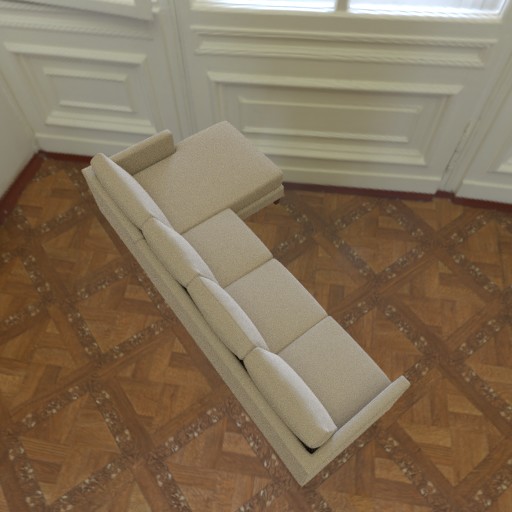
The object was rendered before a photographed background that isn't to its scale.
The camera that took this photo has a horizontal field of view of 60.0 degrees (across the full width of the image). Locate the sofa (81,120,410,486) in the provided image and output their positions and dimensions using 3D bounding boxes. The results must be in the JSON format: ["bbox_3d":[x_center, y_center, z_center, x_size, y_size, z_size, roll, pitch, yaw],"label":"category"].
[{"bbox_3d":[0.000,0.000,3.833,1.625,0.861,3.186,-33,63,-19],"label":"sofa"}]
